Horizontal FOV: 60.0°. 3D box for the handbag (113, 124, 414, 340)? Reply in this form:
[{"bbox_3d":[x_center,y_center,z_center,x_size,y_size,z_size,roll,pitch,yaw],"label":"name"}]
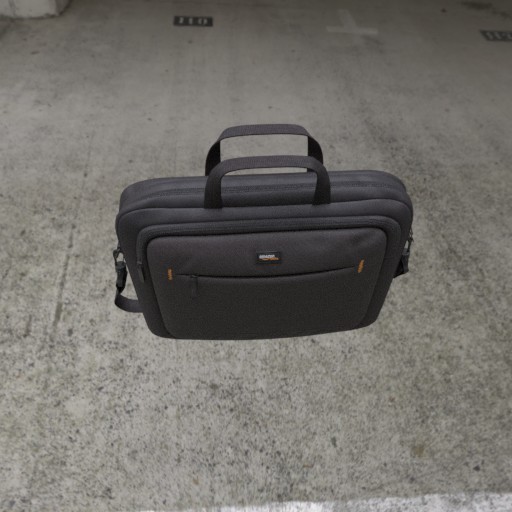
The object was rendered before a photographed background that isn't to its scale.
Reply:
[{"bbox_3d":[0.000,0.000,0.431,0.320,0.244,0.089,-3,48,-2],"label":"handbag"}]
